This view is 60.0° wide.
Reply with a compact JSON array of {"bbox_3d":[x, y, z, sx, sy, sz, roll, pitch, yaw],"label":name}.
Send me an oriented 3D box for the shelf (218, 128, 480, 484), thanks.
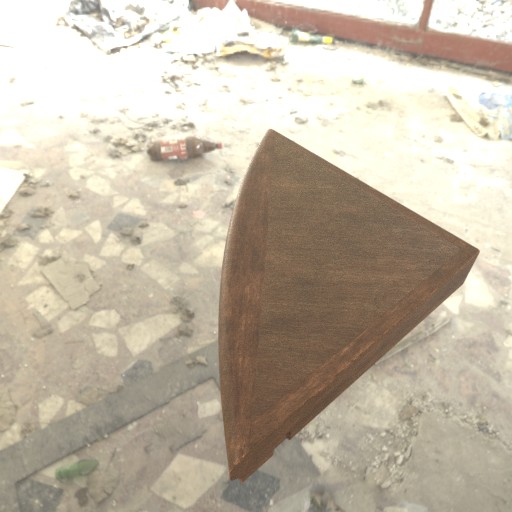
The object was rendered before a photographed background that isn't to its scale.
[{"bbox_3d":[0.000,0.000,0.458,0.310,0.050,0.310,-32,54,-27],"label":"shelf"}]
